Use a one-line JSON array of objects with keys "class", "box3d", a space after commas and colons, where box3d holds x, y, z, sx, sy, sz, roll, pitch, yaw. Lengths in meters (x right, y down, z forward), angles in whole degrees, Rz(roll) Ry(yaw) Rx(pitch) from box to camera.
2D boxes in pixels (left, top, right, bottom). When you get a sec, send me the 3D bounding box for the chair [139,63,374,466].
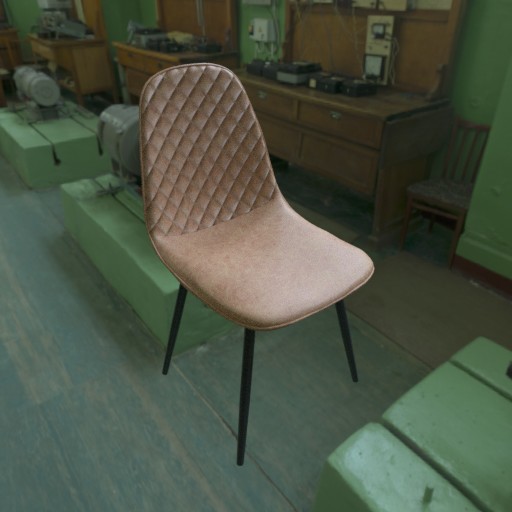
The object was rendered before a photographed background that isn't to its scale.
[{"class": "chair", "box3d": [0.000, 0.000, 1.186, 0.472, 0.889, 0.561, -23, 39, -32]}]
